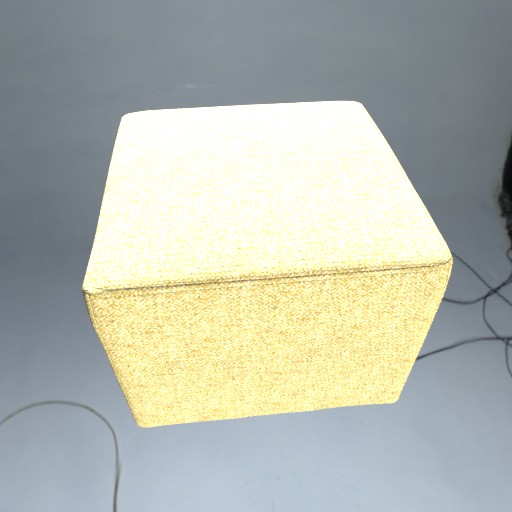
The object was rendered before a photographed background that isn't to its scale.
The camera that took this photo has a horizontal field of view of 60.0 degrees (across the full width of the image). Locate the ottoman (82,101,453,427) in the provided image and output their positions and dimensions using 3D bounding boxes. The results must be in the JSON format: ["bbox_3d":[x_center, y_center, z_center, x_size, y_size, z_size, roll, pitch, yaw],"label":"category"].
[{"bbox_3d":[0.000,0.000,0.888,0.512,0.441,0.505,-4,45,-4],"label":"ottoman"}]
